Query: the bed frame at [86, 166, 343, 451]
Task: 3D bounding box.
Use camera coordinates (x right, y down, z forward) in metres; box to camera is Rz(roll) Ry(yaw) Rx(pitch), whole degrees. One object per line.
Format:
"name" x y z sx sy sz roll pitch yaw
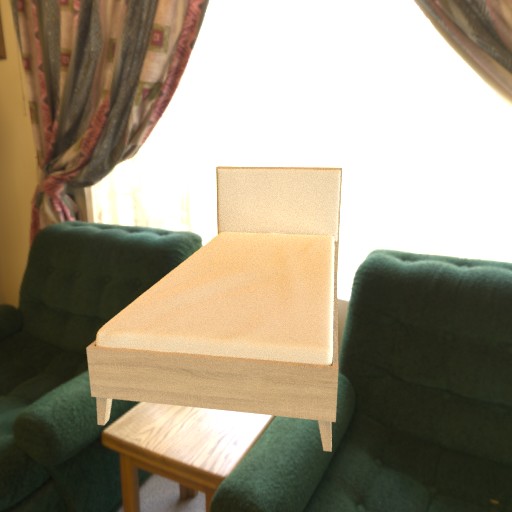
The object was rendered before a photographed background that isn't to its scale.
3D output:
"bed frame" 0.000 0.000 2.617 0.990 0.920 2.140 3 15 10
